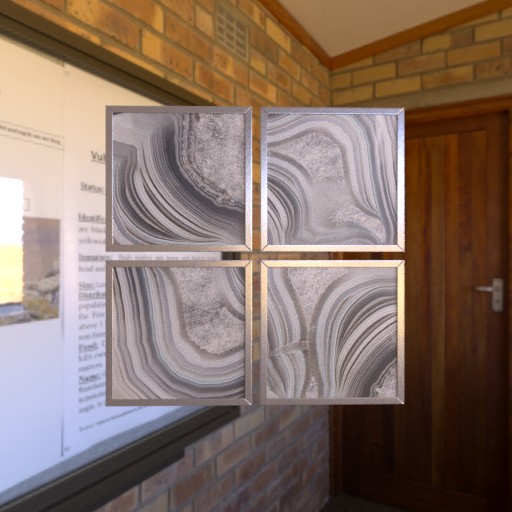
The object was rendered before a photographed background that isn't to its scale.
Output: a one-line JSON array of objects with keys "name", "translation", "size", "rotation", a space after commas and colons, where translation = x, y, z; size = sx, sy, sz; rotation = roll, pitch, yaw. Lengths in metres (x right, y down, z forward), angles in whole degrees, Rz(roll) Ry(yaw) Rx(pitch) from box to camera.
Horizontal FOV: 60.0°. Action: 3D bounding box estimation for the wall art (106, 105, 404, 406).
[{"name": "wall art", "translation": [0.000, 0.000, 1.674], "size": [1.118, 1.118, 0.029], "rotation": [0, 0, -1]}]
